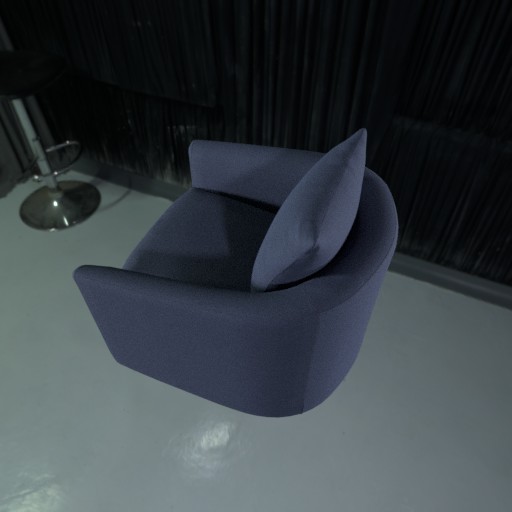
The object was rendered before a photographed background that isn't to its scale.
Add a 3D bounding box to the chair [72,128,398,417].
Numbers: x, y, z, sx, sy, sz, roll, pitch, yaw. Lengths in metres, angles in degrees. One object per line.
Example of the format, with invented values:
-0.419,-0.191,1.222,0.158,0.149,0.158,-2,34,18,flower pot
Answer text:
0.000,0.000,1.615,0.910,0.848,0.845,16,49,15,chair
